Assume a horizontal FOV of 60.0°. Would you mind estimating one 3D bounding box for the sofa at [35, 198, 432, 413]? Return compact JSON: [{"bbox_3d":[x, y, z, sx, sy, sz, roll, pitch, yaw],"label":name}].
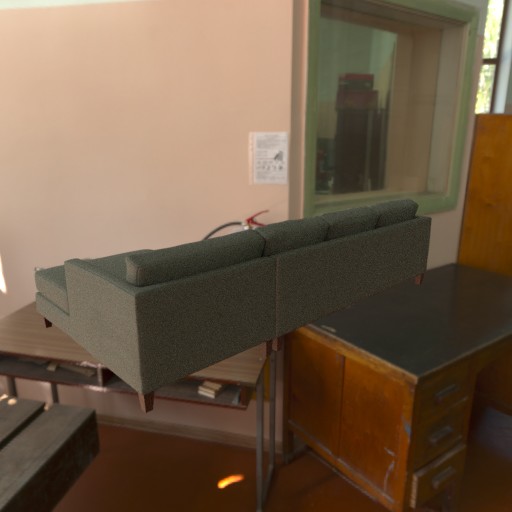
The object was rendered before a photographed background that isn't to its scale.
[{"bbox_3d":[0.000,0.000,3.861,3.186,0.861,1.625,-14,21,-42],"label":"sofa"}]
